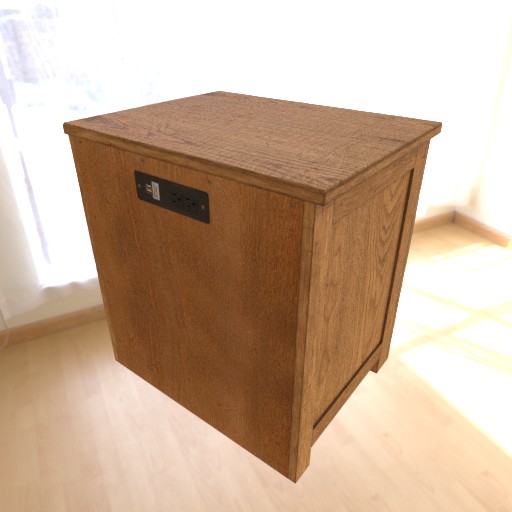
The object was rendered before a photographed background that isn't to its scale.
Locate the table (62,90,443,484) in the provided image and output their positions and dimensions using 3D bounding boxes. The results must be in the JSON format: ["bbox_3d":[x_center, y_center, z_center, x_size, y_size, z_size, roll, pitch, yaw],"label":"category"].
[{"bbox_3d":[0.000,0.000,1.047,0.601,0.625,0.494,21,36,32],"label":"table"}]
